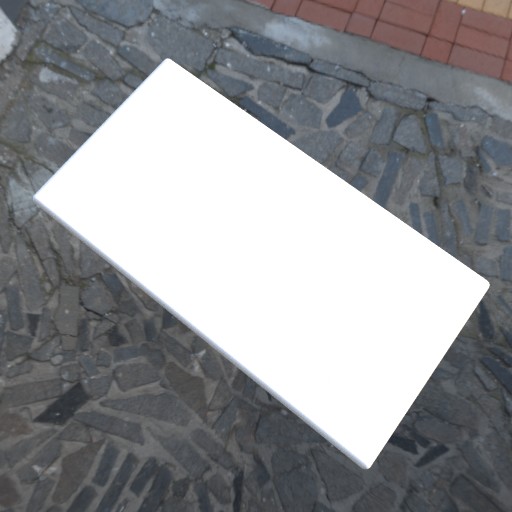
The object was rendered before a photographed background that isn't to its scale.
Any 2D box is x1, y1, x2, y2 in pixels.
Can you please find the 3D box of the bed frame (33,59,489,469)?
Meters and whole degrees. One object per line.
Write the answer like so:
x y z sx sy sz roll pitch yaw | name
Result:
0.000 0.000 2.374 1.950 0.659 1.023 37 79 9 | bed frame
